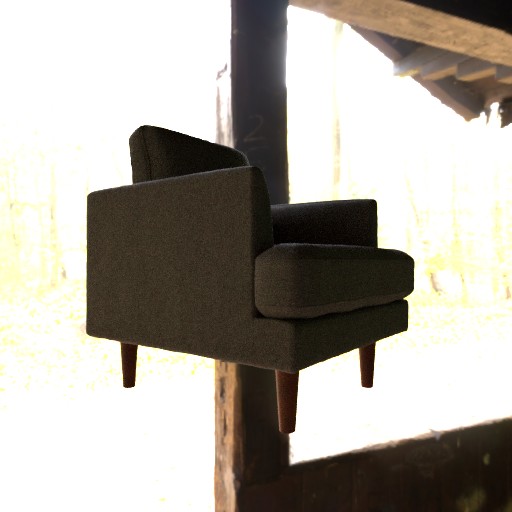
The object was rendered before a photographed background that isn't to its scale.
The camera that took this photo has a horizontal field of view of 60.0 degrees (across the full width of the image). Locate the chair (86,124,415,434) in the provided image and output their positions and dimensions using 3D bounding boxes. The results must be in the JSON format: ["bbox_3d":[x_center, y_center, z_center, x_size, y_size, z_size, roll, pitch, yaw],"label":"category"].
[{"bbox_3d":[0.000,0.000,1.610,0.899,0.957,0.858,0,-1,37],"label":"chair"}]
